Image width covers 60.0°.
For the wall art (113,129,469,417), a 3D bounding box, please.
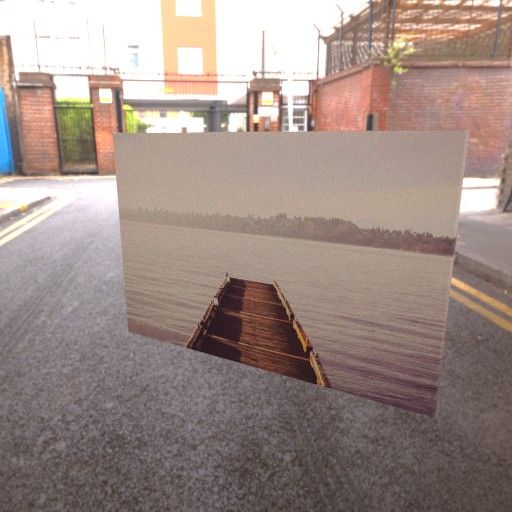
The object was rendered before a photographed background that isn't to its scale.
[{"bbox_3d":[0.000,0.000,0.757,0.615,0.410,0.021,8,17,28],"label":"wall art"}]
